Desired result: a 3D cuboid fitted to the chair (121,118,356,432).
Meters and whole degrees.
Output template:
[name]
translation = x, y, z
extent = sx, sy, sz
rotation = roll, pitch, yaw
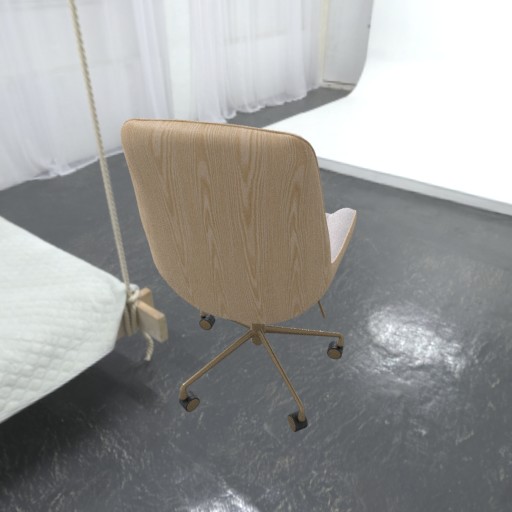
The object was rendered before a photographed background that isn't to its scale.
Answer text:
[chair]
translation = 0.000, 0.000, 1.330
extent = 0.564, 0.952, 0.668
rotation = 10, 33, 15
